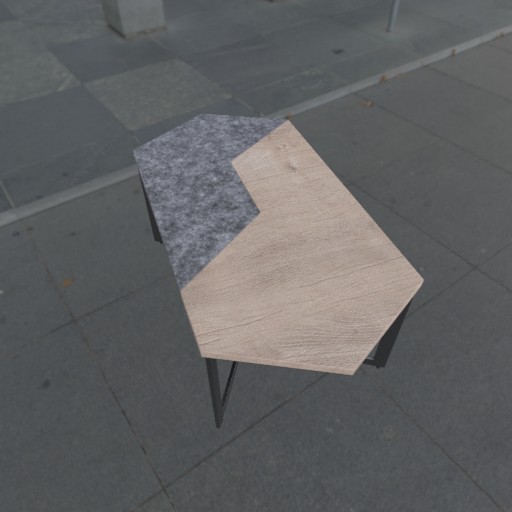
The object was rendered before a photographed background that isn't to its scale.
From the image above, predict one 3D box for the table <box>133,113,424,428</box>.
[{"bbox_3d":[0.000,0.000,1.542,0.609,0.457,1.219,-15,48,-14],"label":"table"}]
